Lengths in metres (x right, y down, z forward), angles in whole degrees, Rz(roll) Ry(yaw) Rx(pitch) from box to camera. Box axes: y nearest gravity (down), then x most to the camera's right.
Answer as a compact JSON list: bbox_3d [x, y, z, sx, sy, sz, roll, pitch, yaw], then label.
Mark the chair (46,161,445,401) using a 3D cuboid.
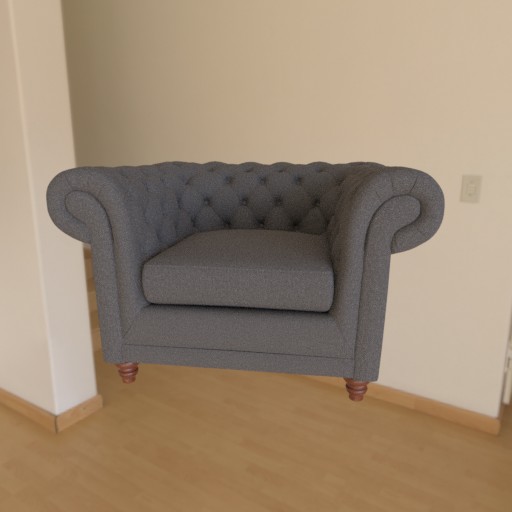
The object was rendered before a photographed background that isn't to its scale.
[{"bbox_3d":[0.000,0.000,1.865,1.270,0.770,0.976,2,13,8],"label":"chair"}]
